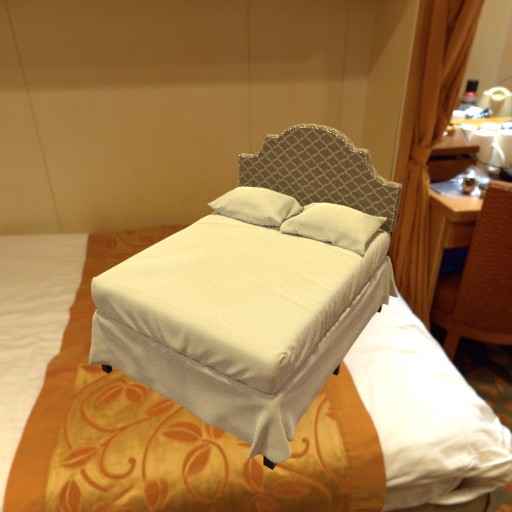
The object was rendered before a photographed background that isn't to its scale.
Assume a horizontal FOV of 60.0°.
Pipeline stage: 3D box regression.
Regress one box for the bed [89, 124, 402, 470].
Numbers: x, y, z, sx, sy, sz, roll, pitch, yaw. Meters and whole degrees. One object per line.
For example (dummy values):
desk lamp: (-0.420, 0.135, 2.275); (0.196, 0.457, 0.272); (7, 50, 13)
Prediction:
bed: (0.000, 0.000, 3.440); (1.780, 1.633, 2.222); (18, 34, 28)
